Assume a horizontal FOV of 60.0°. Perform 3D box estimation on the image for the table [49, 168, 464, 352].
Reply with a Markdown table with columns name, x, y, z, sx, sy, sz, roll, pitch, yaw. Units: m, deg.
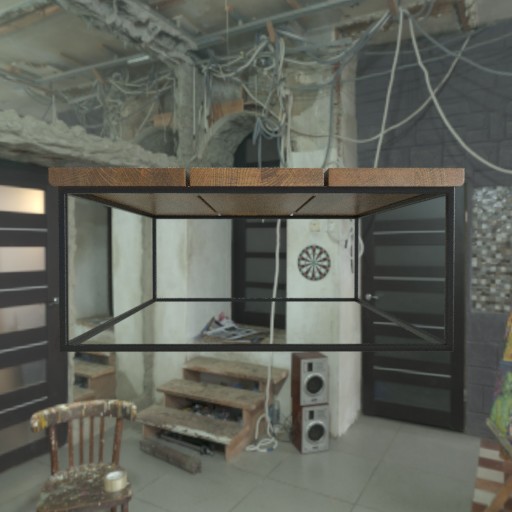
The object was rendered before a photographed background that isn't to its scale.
| name | x | y | z | sx | sy | sz | roll | pitch | yaw |
| --- | --- | --- | --- | --- | --- | --- | --- | --- | --- |
| table | 0.000 | 0.000 | 1.413 | 0.900 | 0.400 | 0.900 | 0 | 1 | 0 |
